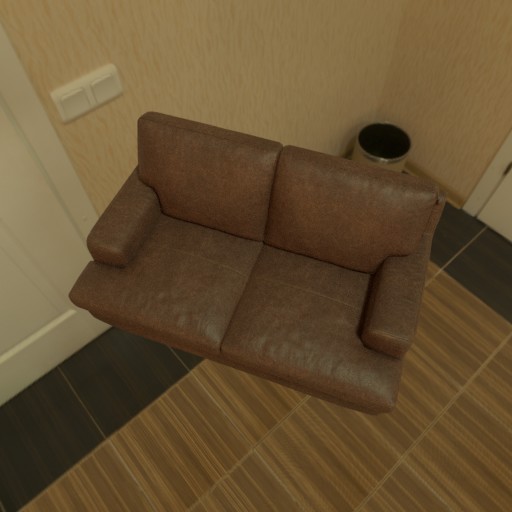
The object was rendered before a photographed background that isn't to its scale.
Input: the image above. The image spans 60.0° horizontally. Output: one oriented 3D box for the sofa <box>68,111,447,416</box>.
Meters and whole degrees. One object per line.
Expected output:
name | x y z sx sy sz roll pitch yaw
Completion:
sofa | 0.000 0.000 2.507 1.880 0.939 1.143 17 60 10
